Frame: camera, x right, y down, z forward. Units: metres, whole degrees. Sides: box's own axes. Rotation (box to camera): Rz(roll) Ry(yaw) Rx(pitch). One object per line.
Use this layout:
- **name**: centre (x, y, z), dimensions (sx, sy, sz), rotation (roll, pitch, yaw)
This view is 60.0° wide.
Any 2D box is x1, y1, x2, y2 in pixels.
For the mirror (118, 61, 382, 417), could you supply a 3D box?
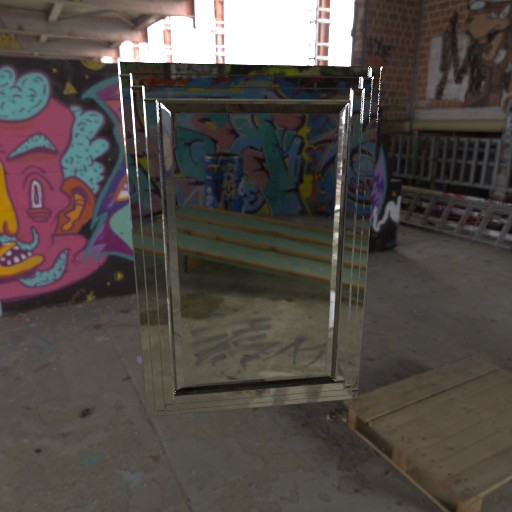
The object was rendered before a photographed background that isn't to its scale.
- **mirror**: centre (0.000, 0.000, 1.139), dimensions (0.613, 0.914, 0.039), rotation (-2, 16, -8)
